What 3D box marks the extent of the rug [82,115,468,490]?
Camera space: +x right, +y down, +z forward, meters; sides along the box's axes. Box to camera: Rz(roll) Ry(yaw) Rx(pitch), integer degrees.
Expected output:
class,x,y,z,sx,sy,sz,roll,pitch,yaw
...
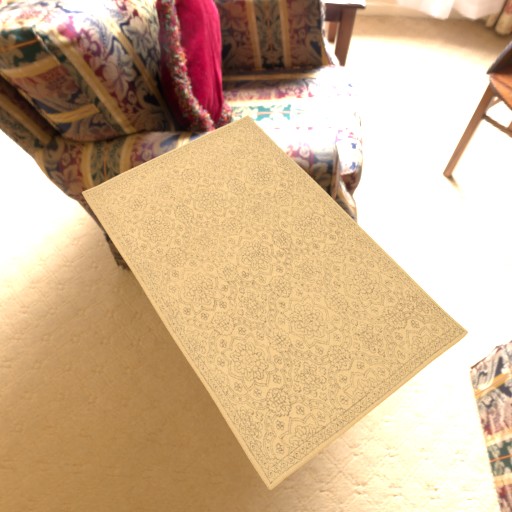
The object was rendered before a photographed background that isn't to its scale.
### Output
class,x,y,z,sx,sy,sz,roll,pitch,yaw
rug,0.000,0.000,3.039,1.518,0.023,2.434,-31,63,-18
